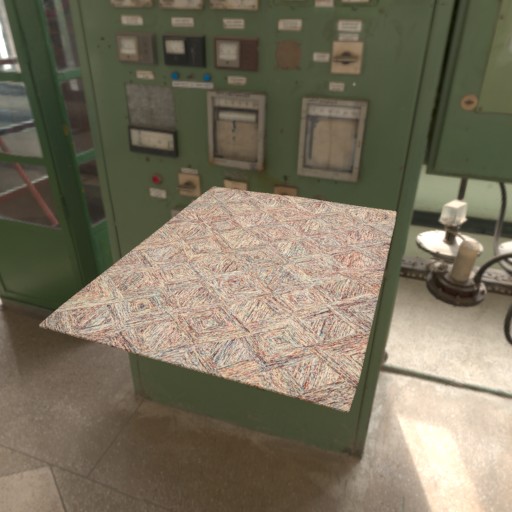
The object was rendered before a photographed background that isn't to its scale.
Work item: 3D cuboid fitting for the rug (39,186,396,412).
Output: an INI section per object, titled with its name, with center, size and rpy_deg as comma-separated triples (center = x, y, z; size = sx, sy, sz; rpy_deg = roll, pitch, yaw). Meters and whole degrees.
[rug]
center = 0.000, 0.000, 4.378
size = 2.436, 0.024, 3.226
rpy_deg = 10, 31, 18
